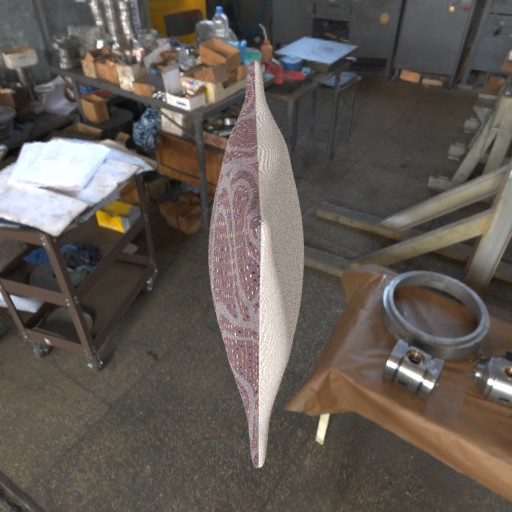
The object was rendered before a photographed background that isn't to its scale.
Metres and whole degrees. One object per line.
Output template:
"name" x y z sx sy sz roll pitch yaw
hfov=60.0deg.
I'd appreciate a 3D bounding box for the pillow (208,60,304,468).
"pillow" 0.000 0.000 0.779 0.163 0.513 0.514 -1 40 -1
